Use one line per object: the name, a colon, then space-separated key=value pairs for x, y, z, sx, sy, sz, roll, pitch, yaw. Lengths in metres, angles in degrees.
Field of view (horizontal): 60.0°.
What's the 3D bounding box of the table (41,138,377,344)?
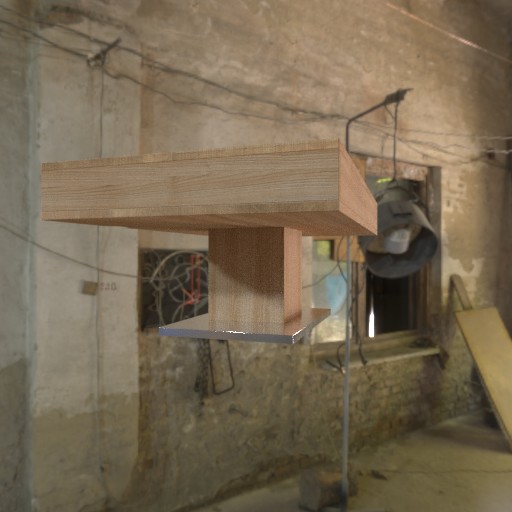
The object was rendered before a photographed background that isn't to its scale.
table: x=0.000 y=0.000 z=1.453 sx=0.700 sy=0.440 sz=1.100 roll=0 pitch=0 yaw=19
